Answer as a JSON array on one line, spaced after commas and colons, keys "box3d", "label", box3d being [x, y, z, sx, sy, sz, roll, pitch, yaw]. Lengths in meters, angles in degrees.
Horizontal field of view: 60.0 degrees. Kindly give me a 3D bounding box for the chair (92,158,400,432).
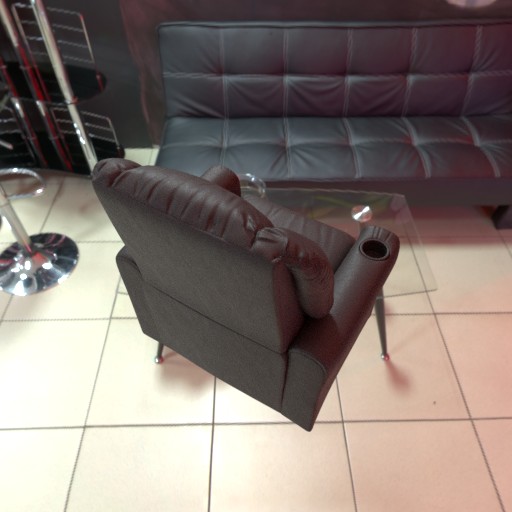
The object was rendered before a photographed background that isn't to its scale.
[{"box3d": [0.000, 0.000, 1.115, 0.610, 0.709, 0.521, 25, 52, 21], "label": "chair"}]
